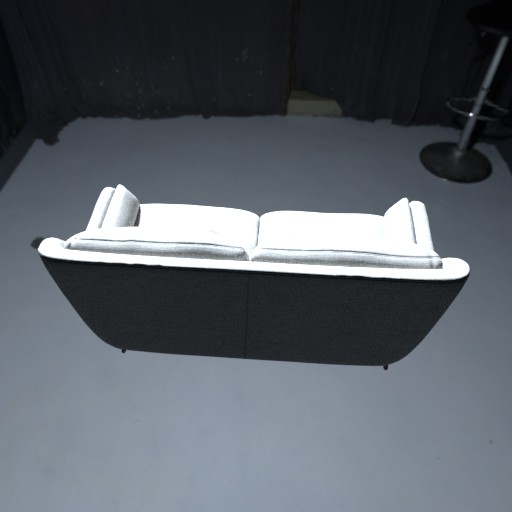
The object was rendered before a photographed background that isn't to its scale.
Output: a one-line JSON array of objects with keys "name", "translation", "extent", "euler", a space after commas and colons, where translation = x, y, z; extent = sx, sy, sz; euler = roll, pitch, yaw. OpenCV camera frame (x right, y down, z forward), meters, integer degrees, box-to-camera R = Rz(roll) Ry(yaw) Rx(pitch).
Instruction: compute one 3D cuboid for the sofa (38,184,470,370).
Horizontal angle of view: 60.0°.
[{"name": "sofa", "translation": [0.000, 0.000, 2.447], "extent": [1.930, 0.897, 0.976], "euler": [3, 47, 3]}]
